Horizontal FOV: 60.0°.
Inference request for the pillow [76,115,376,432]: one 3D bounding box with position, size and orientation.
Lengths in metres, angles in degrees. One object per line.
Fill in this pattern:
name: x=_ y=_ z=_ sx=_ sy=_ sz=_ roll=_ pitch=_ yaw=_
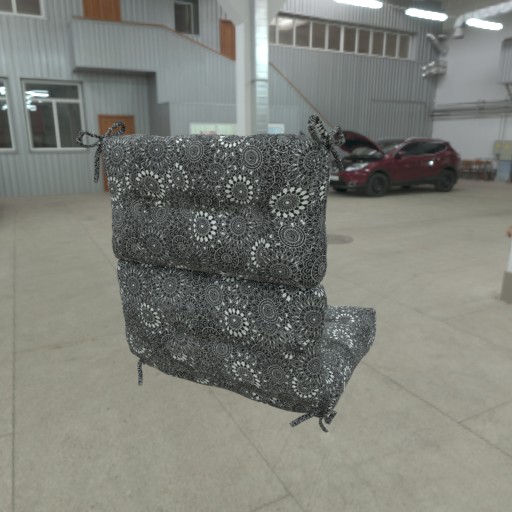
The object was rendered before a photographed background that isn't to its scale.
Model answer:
pillow: x=0.000 y=0.000 z=1.044 sx=0.519 sy=0.605 sz=0.571 roll=7 pitch=17 yaw=26
